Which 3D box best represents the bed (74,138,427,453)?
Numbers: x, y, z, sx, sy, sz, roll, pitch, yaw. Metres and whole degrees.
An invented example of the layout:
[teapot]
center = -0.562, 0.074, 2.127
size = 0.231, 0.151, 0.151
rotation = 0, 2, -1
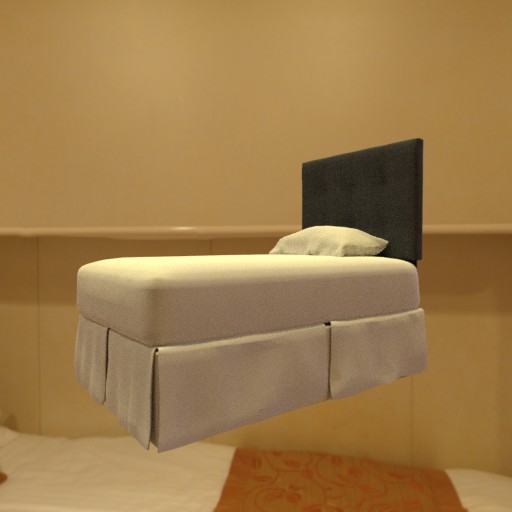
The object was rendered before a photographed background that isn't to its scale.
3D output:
[bed]
center = 0.000, 0.000, 2.855
size = 1.997, 1.571, 1.261
rotation = -1, 2, -36
